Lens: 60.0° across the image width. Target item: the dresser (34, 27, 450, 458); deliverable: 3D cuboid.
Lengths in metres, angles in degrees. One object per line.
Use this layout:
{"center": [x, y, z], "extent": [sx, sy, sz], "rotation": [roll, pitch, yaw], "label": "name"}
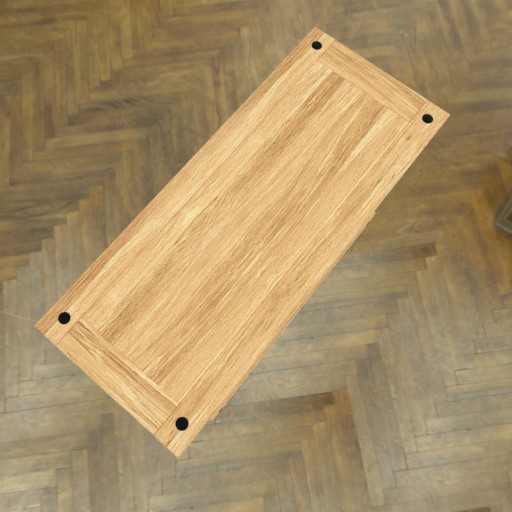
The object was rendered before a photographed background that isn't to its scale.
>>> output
{"center": [0.000, 0.000, 1.359], "extent": [0.410, 0.740, 0.990], "rotation": [38, 78, 10], "label": "dresser"}
